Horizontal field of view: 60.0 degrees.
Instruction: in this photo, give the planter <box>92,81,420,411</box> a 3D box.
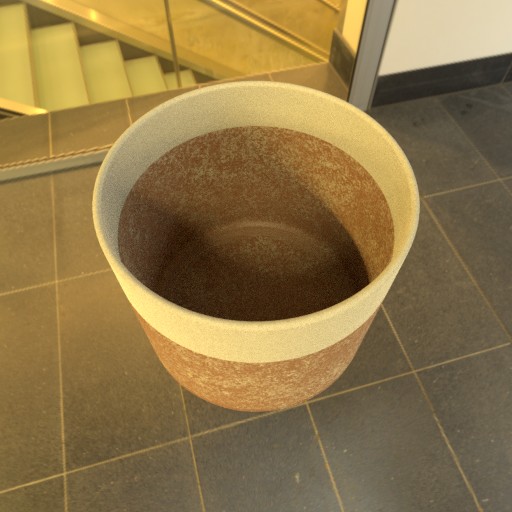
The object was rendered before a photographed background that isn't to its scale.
[{"bbox_3d":[0.000,0.000,0.275,0.159,0.138,0.159,0,57,0],"label":"planter"}]
